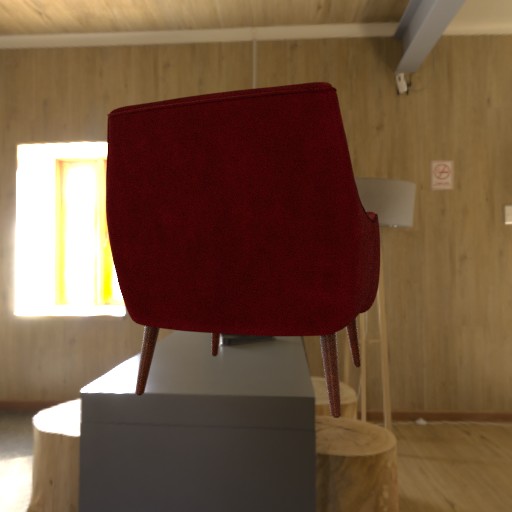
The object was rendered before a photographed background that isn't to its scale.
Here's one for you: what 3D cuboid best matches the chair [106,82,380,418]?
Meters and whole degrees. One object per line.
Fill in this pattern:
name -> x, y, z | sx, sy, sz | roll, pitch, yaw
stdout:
chair -> 0.000, 0.000, 1.467 | 0.762, 0.838, 0.787 | 0, 0, 18
